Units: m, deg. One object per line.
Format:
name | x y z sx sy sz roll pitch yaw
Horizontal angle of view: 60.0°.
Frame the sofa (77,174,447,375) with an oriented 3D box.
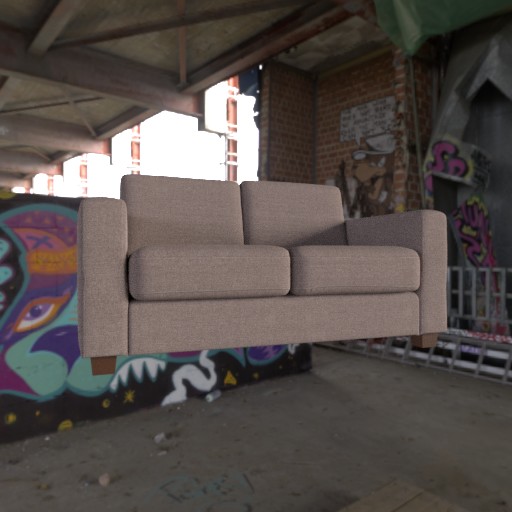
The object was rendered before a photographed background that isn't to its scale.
sofa | 0.000 0.000 2.070 1.520 0.800 0.900 0 0 -19
